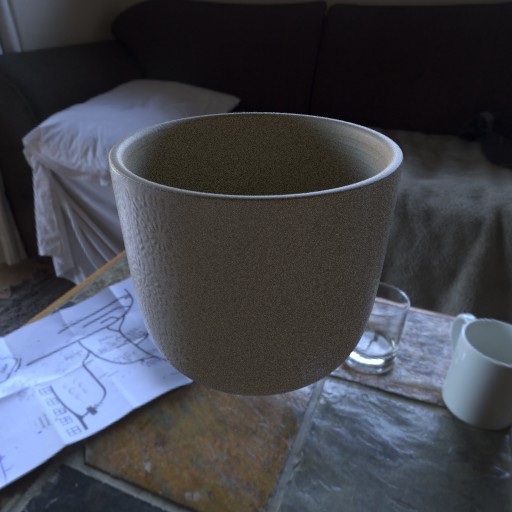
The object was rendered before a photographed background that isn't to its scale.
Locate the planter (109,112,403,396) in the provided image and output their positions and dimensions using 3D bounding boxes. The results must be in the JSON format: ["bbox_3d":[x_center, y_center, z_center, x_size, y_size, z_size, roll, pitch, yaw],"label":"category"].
[{"bbox_3d":[0.000,0.000,0.371,0.208,0.190,0.208,0,30,0],"label":"planter"}]
